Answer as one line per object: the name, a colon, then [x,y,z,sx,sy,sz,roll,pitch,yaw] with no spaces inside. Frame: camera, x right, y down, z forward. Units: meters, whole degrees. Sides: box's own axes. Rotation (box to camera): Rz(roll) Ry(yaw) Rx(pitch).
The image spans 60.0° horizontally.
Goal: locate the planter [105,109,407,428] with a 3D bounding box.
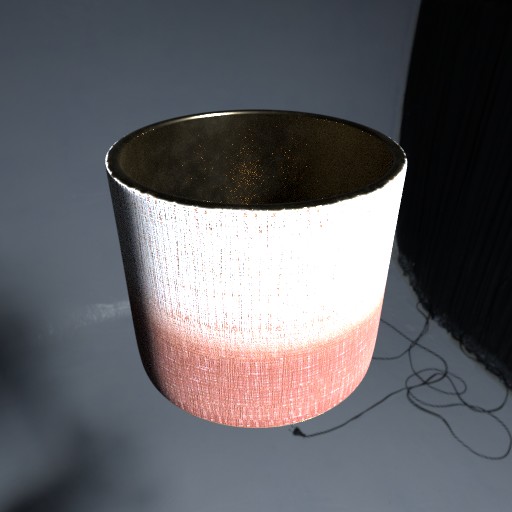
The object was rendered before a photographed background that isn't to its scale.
planter: [0.000,0.000,0.308,0.178,0.157,0.178,0,32,0]
